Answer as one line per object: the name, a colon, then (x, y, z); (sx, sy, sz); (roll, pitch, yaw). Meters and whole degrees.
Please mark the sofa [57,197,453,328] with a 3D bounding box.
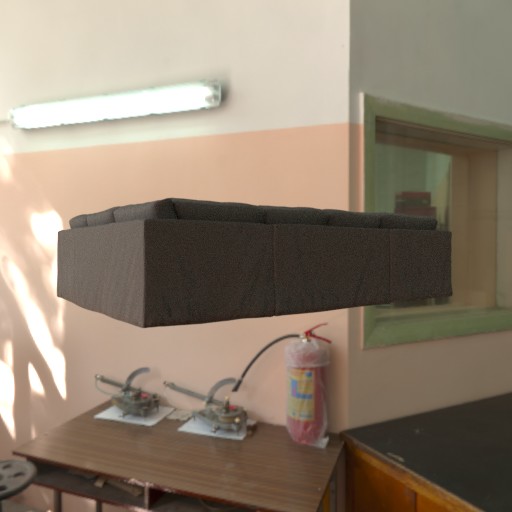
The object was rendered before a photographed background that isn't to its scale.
sofa: (0.000, 0.000, 4.722); (3.528, 0.878, 2.476); (-1, 1, -36)
